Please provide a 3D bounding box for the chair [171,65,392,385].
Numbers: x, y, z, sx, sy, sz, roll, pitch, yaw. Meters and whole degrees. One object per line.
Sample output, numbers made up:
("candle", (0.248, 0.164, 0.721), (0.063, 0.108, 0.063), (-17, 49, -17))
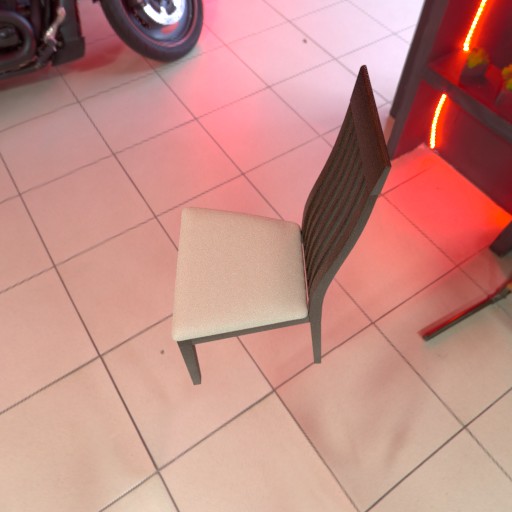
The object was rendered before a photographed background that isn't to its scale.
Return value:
("chair", (0.000, 0.000, 1.281), (0.474, 1.027, 0.460), (-1, 58, -1))
